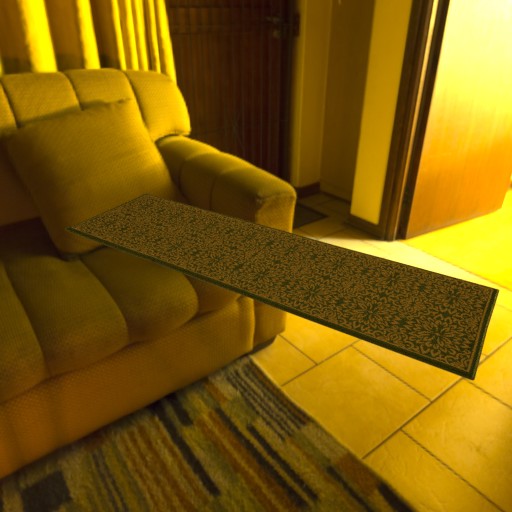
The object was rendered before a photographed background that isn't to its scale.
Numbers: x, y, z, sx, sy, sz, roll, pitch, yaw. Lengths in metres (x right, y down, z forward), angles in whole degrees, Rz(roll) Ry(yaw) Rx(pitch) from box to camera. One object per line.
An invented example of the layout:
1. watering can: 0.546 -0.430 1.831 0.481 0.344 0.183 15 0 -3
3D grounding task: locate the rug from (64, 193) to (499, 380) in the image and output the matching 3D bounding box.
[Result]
1. rug: 0.000 0.000 2.278 2.196 0.011 0.662 17 34 28
